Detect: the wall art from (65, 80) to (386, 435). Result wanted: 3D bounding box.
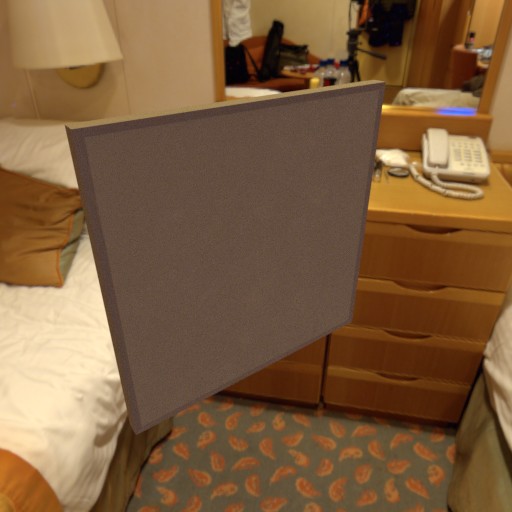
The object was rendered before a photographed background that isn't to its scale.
[{"bbox_3d":[0.000,0.000,1.114,0.761,0.758,0.038,-20,36,-30],"label":"wall art"}]
